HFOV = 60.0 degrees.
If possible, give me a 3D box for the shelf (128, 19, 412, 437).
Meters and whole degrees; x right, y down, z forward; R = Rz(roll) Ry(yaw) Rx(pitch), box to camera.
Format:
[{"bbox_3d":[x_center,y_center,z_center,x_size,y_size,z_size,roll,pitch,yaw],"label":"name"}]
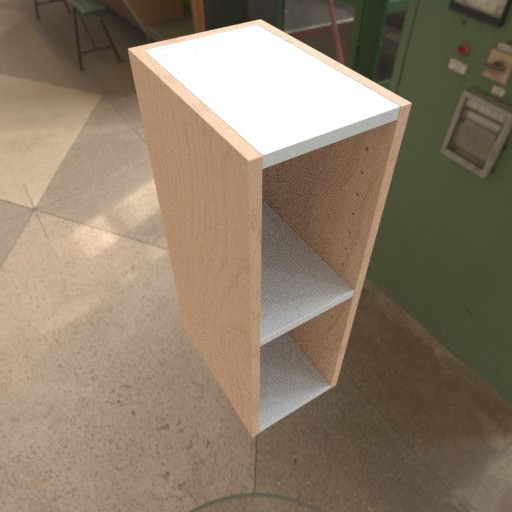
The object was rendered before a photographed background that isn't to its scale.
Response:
[{"bbox_3d":[0.000,0.000,0.720,0.200,0.600,0.290,-24,51,-22],"label":"shelf"}]
